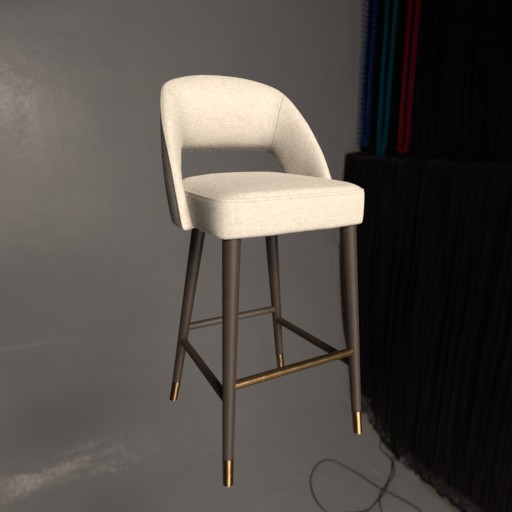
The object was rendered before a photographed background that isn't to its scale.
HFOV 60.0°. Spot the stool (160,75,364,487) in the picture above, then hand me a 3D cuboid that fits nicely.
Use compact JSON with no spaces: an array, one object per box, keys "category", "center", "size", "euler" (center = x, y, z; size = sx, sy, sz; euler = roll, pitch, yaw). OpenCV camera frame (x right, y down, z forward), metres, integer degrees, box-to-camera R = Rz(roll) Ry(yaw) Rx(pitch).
[{"category":"stool","center":[0.000,0.000,1.297],"size":[0.494,1.037,0.509],"euler":[-8,17,-28]}]
